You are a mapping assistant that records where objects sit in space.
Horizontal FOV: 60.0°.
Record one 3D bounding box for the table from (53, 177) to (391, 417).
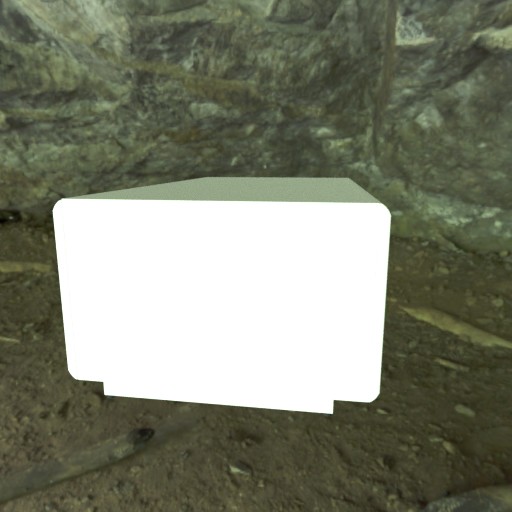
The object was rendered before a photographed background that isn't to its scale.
[{"bbox_3d":[0.000,0.000,1.384,0.639,0.442,1.097,2,12,8],"label":"table"}]
